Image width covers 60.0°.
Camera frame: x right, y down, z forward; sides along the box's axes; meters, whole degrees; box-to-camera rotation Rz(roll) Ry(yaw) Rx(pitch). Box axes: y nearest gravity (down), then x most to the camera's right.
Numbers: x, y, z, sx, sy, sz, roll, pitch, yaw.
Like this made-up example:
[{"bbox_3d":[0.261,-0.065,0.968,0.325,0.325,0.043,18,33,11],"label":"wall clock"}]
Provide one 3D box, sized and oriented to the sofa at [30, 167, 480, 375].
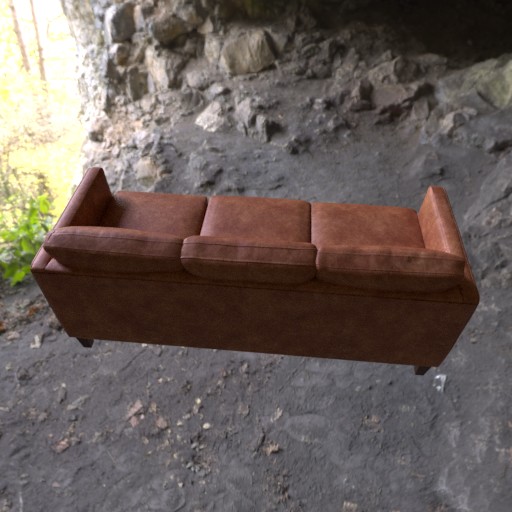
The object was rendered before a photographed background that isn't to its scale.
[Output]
[{"bbox_3d":[0.000,0.000,2.950,2.464,1.006,1.045,4,47,4],"label":"sofa"}]
